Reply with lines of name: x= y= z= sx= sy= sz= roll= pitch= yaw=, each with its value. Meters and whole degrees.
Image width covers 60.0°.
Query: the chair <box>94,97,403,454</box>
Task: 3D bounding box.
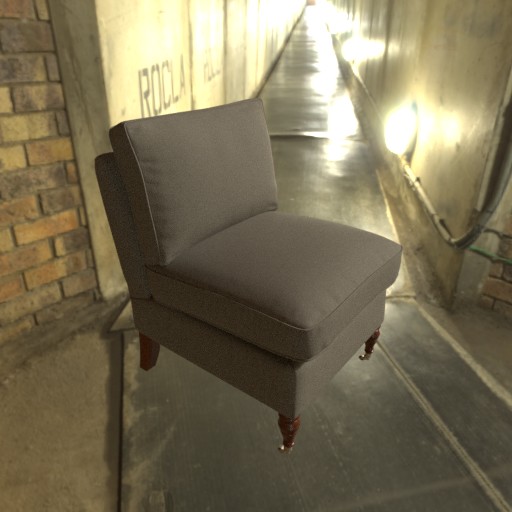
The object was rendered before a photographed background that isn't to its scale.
chair: x=0.000 y=0.000 z=1.696 sx=0.924 sy=1.045 sz=0.724 roll=20 pitch=33 yaw=33
